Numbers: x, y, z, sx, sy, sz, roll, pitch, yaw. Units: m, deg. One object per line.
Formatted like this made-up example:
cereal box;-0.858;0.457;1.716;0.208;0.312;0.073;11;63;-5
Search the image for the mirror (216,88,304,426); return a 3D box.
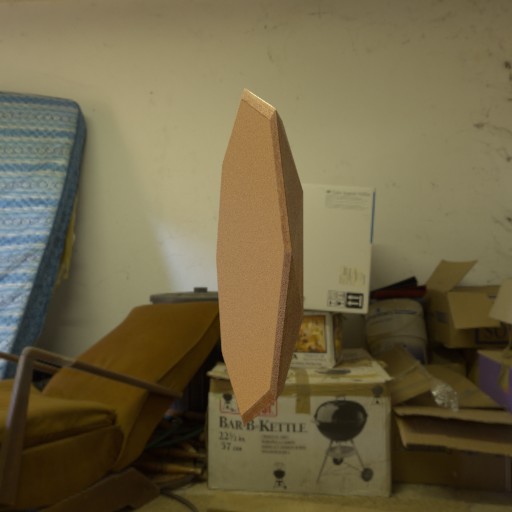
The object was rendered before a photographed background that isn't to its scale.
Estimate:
mirror;0.000;0.000;1.023;0.070;0.774;0.577;0;-1;-17
